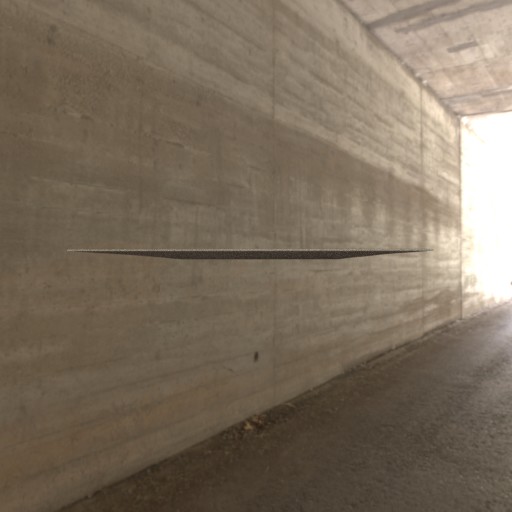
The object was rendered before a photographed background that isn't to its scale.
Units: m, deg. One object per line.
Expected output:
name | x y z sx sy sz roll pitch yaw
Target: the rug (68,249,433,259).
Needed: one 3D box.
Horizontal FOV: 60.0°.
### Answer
rug | 0.000 0.000 3.049 1.529 0.012 2.435 0 -1 2
